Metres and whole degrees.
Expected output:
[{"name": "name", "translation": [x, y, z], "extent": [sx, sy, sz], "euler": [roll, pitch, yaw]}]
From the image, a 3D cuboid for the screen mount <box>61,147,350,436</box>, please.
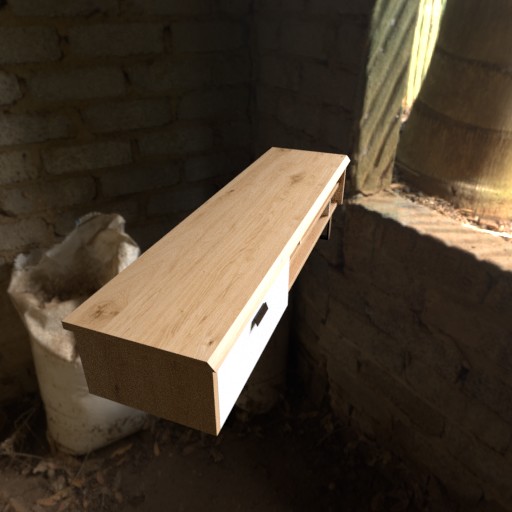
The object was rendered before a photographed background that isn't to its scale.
[{"name": "screen mount", "translation": [0.000, 0.000, 1.893], "extent": [0.450, 0.430, 1.700], "euler": [11, 32, 18]}]
